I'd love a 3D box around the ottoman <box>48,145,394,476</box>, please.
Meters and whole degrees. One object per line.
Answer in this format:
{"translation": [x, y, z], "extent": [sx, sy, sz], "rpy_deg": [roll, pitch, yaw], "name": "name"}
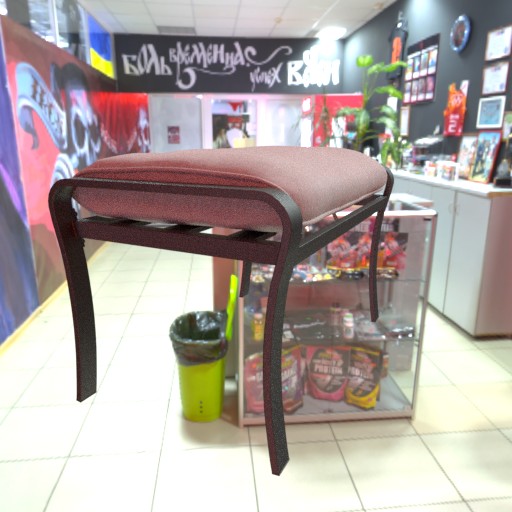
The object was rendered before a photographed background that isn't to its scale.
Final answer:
{"translation": [0.000, 0.000, 0.888], "extent": [0.406, 0.422, 0.610], "rpy_deg": [8, 17, 26], "name": "ottoman"}
